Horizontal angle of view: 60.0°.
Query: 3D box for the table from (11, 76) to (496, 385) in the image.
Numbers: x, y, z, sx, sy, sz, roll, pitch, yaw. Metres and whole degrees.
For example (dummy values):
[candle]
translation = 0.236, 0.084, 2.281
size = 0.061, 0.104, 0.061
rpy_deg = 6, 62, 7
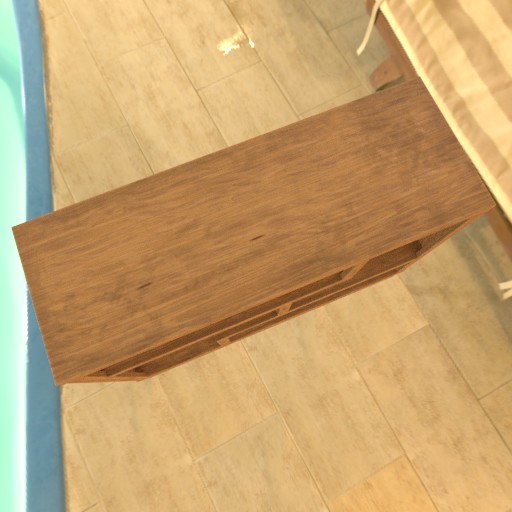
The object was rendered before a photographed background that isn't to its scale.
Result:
[table]
translation = 0.000, 0.000, 1.482
size = 1.151, 0.771, 0.410
rpy_deg = -22, 76, -6
